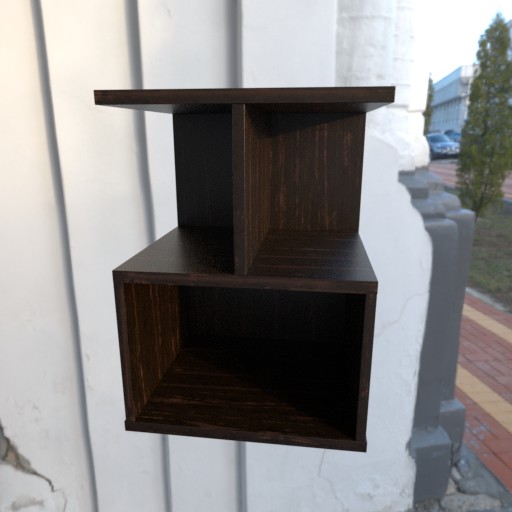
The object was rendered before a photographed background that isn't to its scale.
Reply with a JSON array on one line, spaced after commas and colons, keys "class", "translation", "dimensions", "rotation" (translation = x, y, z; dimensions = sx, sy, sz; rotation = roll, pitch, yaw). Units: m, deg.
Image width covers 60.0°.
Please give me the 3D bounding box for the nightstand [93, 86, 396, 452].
[{"class": "nightstand", "translation": [0.000, 0.000, 0.823], "dimensions": [0.400, 0.559, 0.356], "rotation": [2, 16, 7]}]
